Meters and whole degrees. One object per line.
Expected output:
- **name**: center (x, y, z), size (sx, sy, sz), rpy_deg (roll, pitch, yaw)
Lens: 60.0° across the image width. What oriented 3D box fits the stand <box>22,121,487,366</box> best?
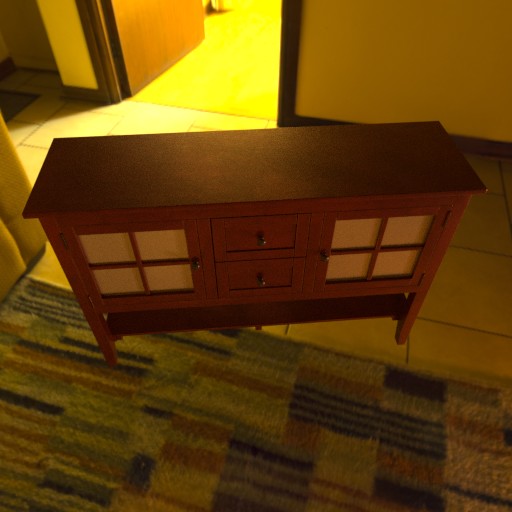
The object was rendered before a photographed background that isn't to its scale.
- **stand**: center (0.000, 0.000, 1.738), size (1.362, 0.872, 0.410), rpy_deg (-4, 47, -3)
